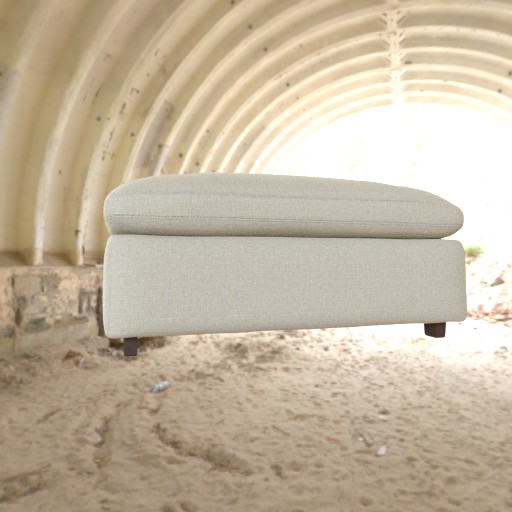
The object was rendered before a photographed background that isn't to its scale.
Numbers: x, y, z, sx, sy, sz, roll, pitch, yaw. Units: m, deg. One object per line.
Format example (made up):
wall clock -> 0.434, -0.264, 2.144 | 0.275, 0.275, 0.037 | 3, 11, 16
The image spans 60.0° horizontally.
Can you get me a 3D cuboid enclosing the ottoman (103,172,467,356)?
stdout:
ottoman -> 0.000, 0.000, 1.539 | 0.977, 0.467, 0.996 | 0, 0, -16
